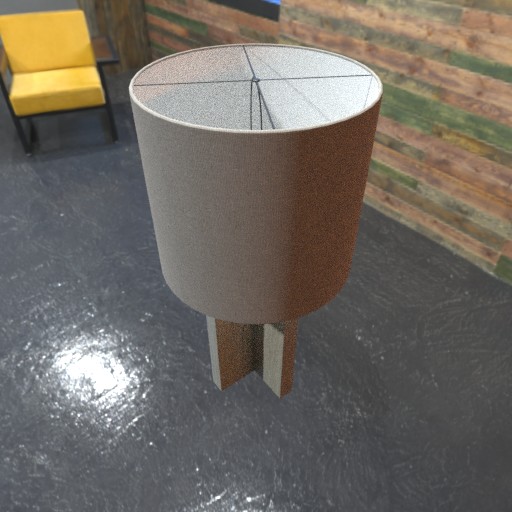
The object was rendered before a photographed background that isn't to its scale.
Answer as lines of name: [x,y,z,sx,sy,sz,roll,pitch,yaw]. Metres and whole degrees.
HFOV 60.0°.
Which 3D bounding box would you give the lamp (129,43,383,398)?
lamp: [0.000,0.000,0.545,0.229,0.428,0.229,-26,47,-28]
